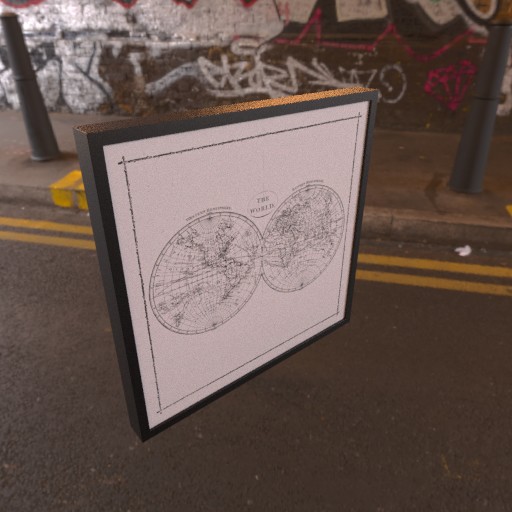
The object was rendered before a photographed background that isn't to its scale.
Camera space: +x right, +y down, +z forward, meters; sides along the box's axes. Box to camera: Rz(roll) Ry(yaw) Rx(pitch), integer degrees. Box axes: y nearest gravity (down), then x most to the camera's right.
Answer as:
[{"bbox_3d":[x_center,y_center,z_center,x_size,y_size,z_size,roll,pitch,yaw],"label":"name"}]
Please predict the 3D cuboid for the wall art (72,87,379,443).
[{"bbox_3d":[0.000,0.000,0.485,0.327,0.318,0.029,-21,35,-34],"label":"wall art"}]
